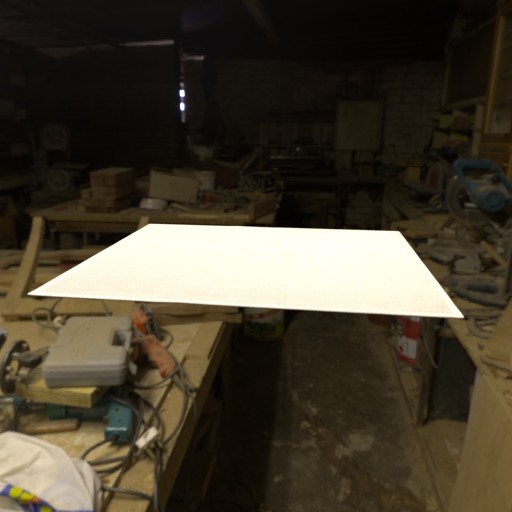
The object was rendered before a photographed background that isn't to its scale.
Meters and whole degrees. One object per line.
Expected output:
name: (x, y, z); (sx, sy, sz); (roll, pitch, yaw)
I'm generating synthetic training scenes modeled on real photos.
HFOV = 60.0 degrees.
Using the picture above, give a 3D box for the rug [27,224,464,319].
rug: (0.000, 0.000, 4.149); (3.009, 0.019, 2.423); (2, 16, 7)
